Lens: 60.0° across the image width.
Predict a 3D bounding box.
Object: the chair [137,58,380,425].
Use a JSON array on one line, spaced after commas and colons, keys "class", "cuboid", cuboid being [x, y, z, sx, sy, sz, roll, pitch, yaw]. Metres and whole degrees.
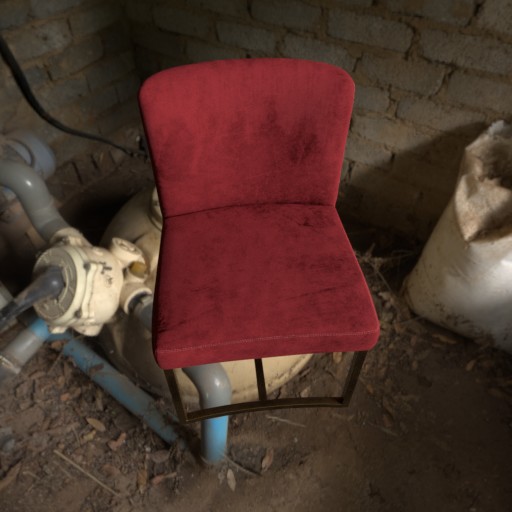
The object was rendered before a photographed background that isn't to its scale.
[{"class": "chair", "cuboid": [0.000, 0.000, 1.171, 0.530, 0.824, 0.560, -5, 47, -4]}]
